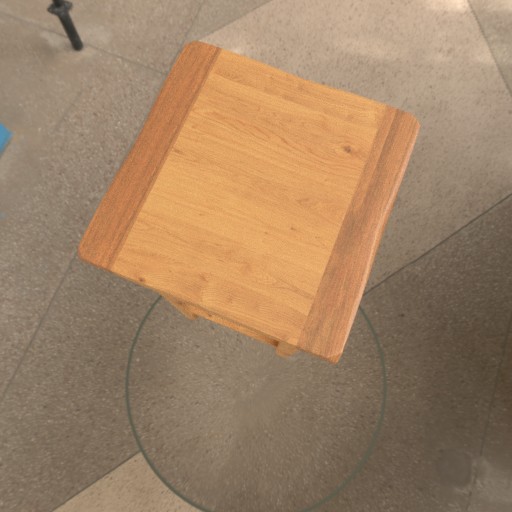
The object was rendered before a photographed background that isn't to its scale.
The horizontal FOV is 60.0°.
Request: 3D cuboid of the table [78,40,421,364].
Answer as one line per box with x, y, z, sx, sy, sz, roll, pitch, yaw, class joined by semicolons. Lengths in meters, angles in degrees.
0.000;0.000;0.949;0.360;0.740;0.360;21;76;6;table
